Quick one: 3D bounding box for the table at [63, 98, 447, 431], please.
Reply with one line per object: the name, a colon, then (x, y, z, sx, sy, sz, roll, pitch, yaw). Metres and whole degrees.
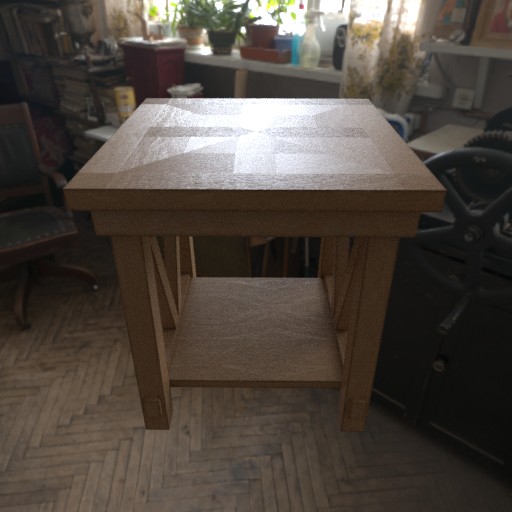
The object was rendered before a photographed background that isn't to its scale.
table: (0.000, 0.000, 1.132, 0.610, 0.638, 0.612, 0, 32, 0)
